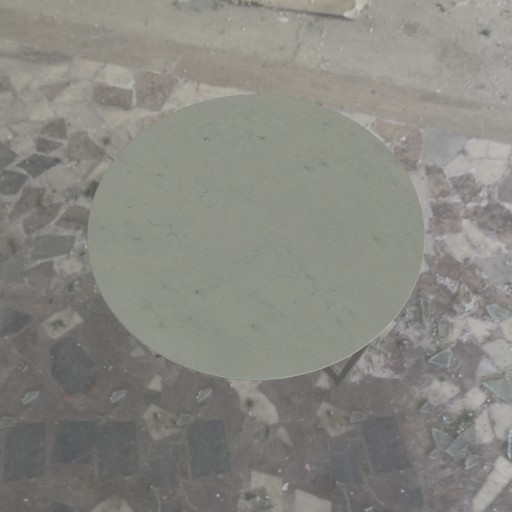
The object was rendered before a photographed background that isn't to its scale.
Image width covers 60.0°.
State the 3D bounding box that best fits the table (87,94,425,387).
[{"bbox_3d":[0.000,0.000,1.262,0.800,0.450,0.800,0,61,0],"label":"table"}]
